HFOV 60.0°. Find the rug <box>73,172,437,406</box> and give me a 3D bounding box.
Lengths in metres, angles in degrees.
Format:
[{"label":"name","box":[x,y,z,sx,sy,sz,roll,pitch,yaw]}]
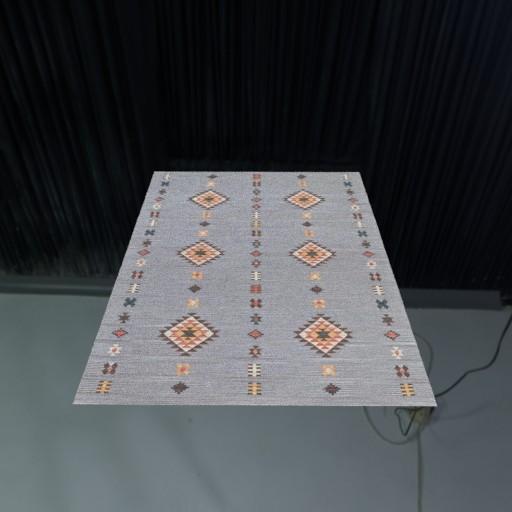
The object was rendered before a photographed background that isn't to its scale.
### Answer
[{"label":"rug","box":[0.000,0.000,4.093,2.425,0.008,3.035,0,41,0]}]
